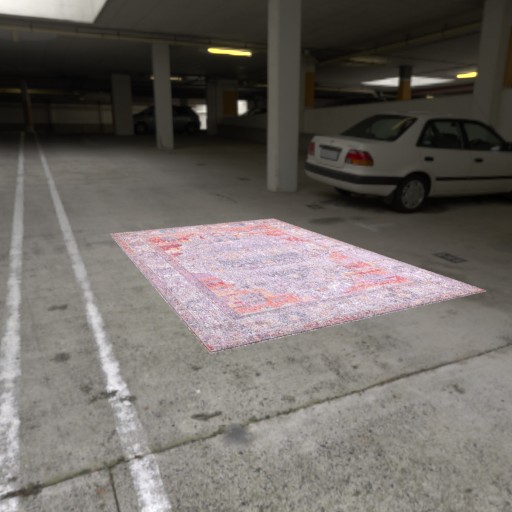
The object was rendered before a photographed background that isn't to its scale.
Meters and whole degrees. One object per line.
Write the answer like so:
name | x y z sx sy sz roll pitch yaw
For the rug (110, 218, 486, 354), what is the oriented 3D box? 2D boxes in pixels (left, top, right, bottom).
rug | 0.000 0.000 2.360 1.219 0.005 1.829 -8 17 -26
